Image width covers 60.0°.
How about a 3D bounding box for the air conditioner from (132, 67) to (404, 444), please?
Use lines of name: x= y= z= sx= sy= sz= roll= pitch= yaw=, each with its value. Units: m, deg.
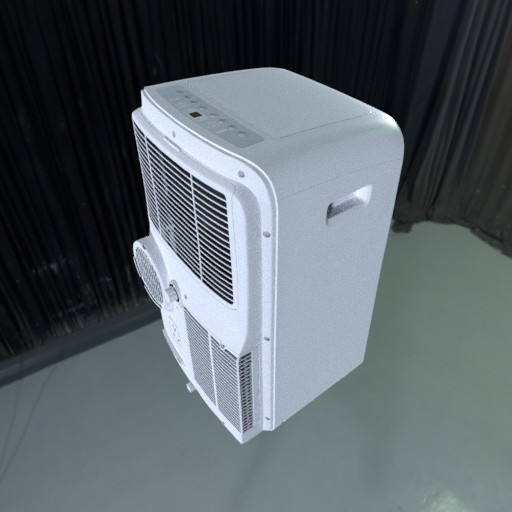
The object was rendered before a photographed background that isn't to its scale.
air conditioner: x=0.000 y=0.000 z=1.063 sx=0.467 sy=0.765 sz=0.478 roll=-25 pitch=47 yaw=-26
